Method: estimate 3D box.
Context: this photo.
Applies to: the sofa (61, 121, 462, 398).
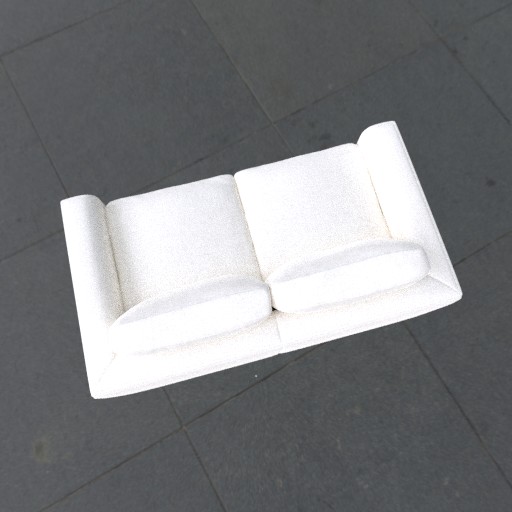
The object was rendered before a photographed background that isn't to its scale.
[{"bbox_3d":[0.000,0.000,2.433,1.920,0.801,1.069,-14,75,-4],"label":"sofa"}]
